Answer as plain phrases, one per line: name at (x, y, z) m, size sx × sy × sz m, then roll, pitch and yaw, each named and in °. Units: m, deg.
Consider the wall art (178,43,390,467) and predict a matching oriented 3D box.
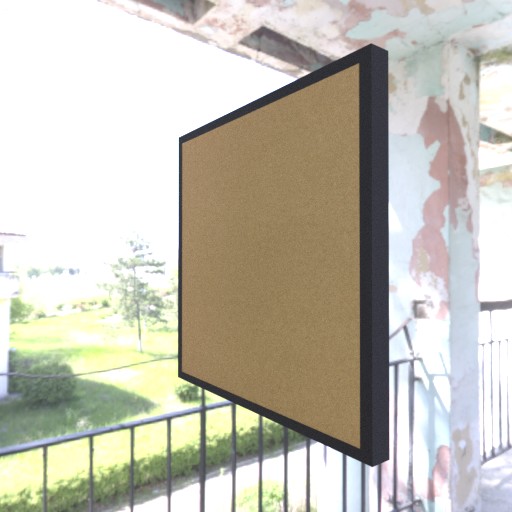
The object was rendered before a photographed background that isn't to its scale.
wall art at (0.000, 0.000, 0.743) m, size 0.033 × 0.507 × 0.508 m, roll 0°, pitch -1°, yaw -37°
